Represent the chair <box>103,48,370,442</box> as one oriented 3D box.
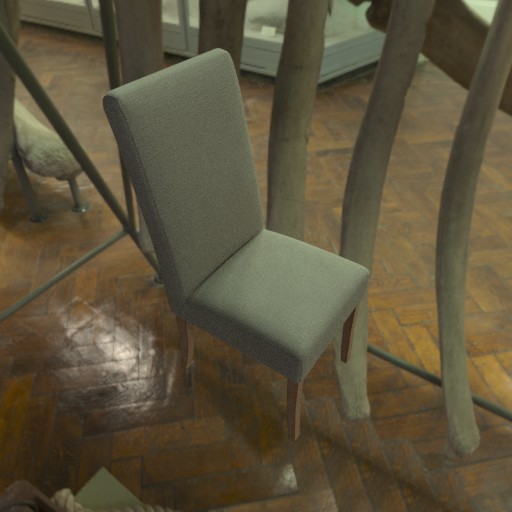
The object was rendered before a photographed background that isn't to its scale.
[{"bbox_3d":[0.000,0.000,1.378,0.611,1.033,0.450,25,47,26],"label":"chair"}]
